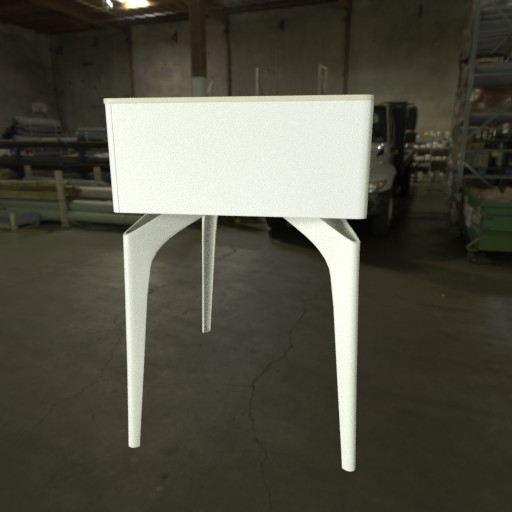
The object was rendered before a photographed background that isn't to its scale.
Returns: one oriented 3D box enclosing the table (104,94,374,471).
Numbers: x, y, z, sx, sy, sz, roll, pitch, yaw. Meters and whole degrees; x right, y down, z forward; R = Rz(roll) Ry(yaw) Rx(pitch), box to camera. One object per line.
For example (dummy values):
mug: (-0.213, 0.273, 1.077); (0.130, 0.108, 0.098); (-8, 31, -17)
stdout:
table: (0.000, 0.000, 0.903); (0.400, 0.570, 0.500); (2, 15, 9)
